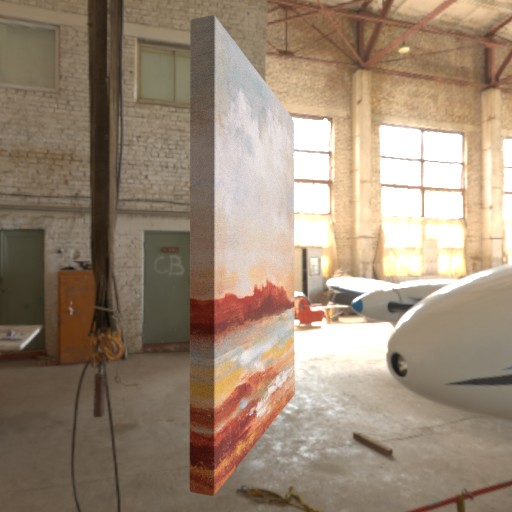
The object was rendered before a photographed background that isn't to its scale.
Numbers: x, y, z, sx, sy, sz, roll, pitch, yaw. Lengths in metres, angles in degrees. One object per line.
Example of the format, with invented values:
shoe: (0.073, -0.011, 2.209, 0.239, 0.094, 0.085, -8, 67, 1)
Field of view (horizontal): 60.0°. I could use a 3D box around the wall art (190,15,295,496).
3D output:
wall art: (0.000, 0.000, 0.770, 0.035, 0.605, 0.443, 0, -1, 18)
